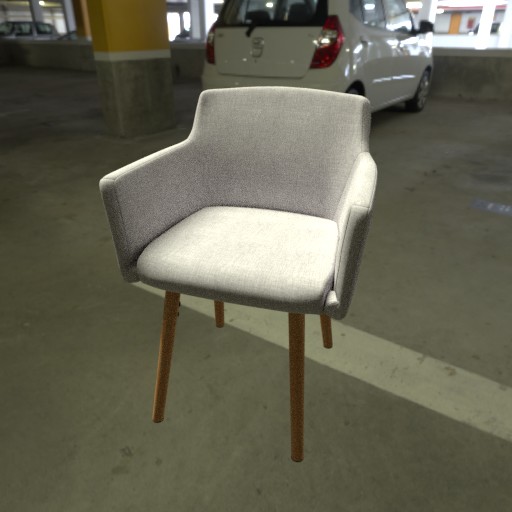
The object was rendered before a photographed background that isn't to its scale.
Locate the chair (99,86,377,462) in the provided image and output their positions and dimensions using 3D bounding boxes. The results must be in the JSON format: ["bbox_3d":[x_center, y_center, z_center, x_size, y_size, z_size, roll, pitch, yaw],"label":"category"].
[{"bbox_3d":[0.000,0.000,1.156,0.570,0.780,0.540,8,28,16],"label":"chair"}]
